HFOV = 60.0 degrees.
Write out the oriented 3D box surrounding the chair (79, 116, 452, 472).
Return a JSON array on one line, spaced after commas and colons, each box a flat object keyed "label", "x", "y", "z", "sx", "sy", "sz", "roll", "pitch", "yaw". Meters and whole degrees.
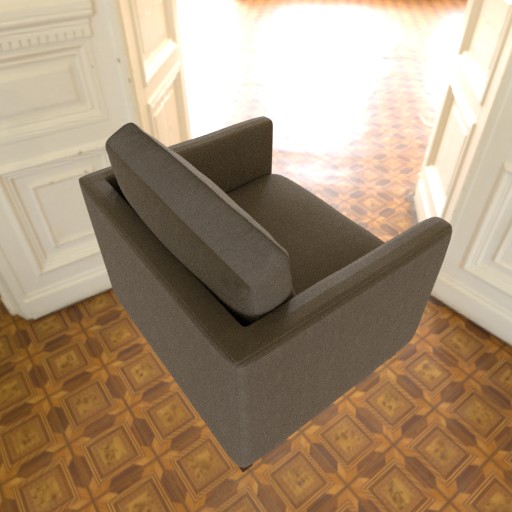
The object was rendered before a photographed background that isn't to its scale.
[{"label": "chair", "x": 0.000, "y": 0.000, "z": 1.793, "sx": 0.959, "sy": 0.963, "sz": 1.107, "roll": -27, "pitch": 49, "yaw": -26}]
